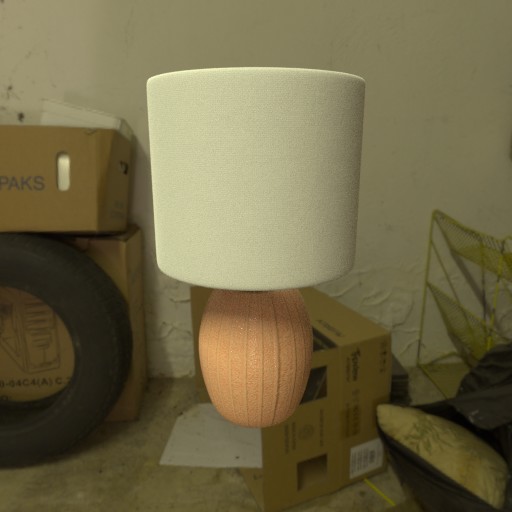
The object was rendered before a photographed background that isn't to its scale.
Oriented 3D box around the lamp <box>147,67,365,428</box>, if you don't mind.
[{"bbox_3d":[0.000,0.000,0.752,0.329,0.570,0.329,0,15,0],"label":"lamp"}]
